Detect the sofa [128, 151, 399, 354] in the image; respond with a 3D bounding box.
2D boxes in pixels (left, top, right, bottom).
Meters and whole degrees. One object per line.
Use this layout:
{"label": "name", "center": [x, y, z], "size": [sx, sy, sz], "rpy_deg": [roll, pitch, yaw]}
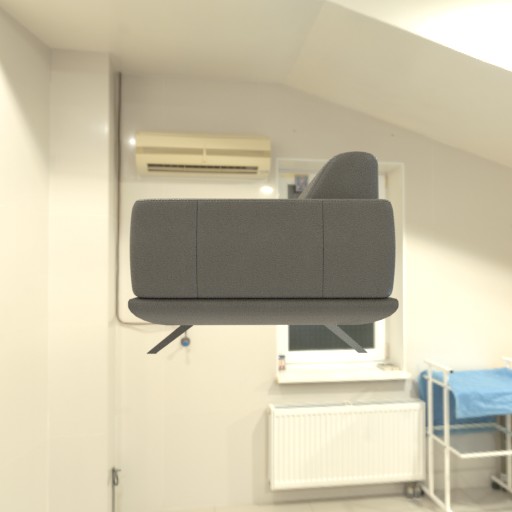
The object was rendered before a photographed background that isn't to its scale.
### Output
{"label": "sofa", "center": [0.000, 0.000, 2.365], "size": [0.900, 0.772, 1.901], "rpy_deg": [0, -1, -1]}
